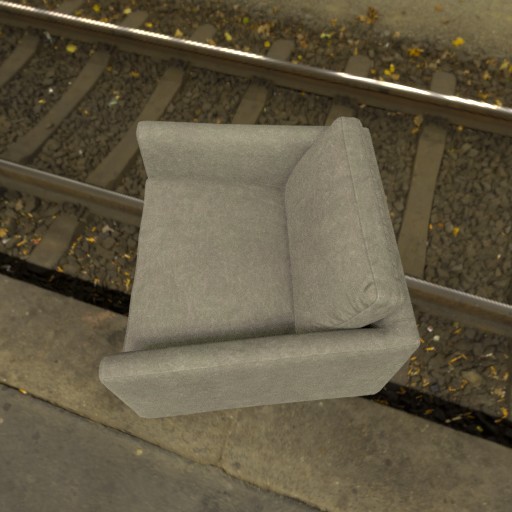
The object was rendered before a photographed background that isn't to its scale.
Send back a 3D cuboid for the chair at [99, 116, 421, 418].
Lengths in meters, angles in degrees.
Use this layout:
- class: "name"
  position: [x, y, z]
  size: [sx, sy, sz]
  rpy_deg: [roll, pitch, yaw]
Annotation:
- class: "chair"
  position: [0.000, 0.000, 1.922]
  size: [1.091, 0.845, 1.190]
  rpy_deg: [-2, 58, -1]
